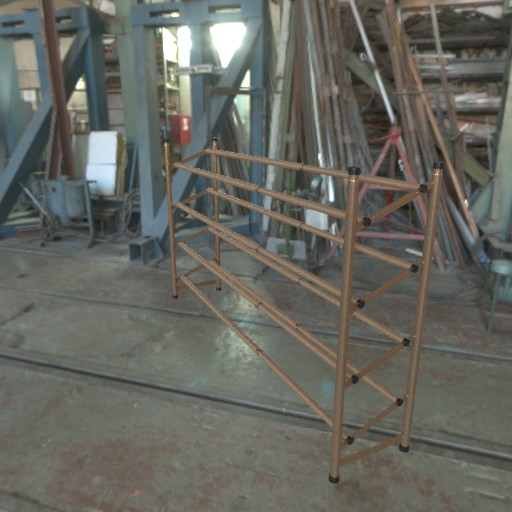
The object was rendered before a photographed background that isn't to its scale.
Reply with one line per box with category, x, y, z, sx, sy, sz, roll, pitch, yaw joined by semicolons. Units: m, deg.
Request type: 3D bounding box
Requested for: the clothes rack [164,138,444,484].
clothes rack;0.000;0.000;1.395;0.229;0.672;1.168;-9;19;-26
